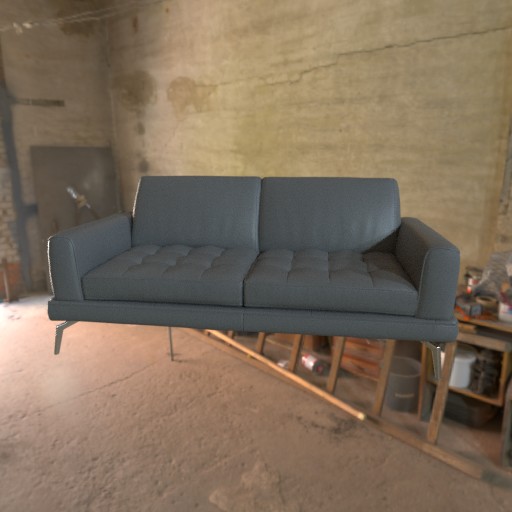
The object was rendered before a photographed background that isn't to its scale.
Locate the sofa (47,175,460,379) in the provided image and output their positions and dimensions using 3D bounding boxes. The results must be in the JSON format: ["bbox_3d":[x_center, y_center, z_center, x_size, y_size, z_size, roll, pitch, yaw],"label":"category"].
[{"bbox_3d":[0.000,0.000,2.728,2.177,0.930,1.121,2,14,8],"label":"sofa"}]
